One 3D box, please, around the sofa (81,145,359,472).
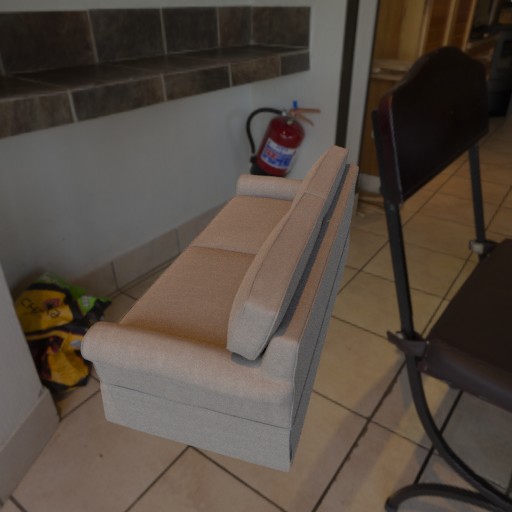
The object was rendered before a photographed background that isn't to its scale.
[{"bbox_3d":[0.000,0.000,2.762,0.991,0.943,2.248,9,31,15],"label":"sofa"}]
